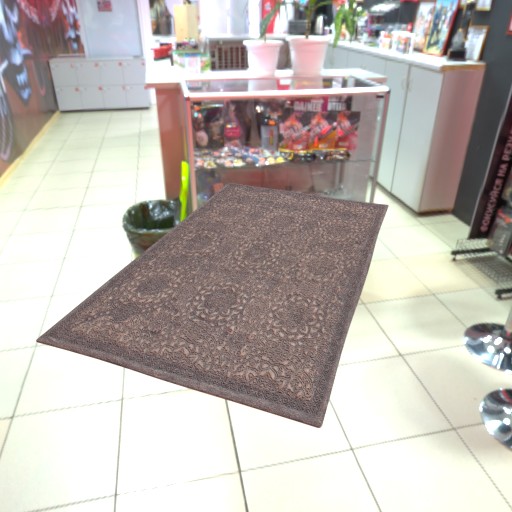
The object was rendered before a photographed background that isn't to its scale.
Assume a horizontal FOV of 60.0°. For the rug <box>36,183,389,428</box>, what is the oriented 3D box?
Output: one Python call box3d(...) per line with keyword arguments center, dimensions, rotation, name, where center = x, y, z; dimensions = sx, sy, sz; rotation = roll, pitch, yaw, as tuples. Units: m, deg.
box3d(center=(0.000, 0.000, 3.096), dimensions=(1.535, 0.022, 2.498), rotation=(11, 32, 18), name="rug")
